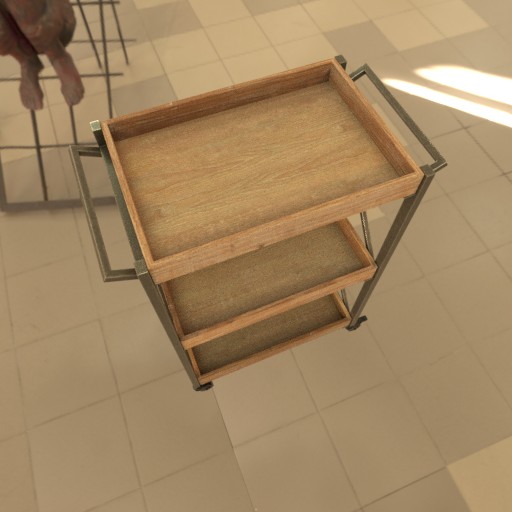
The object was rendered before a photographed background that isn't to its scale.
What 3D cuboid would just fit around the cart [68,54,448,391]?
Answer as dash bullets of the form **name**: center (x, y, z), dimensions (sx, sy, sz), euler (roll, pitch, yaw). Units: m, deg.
- **cart**: center (0.000, 0.000, 1.205), dimensions (0.673, 0.835, 0.377), euler (-20, 62, -11)
